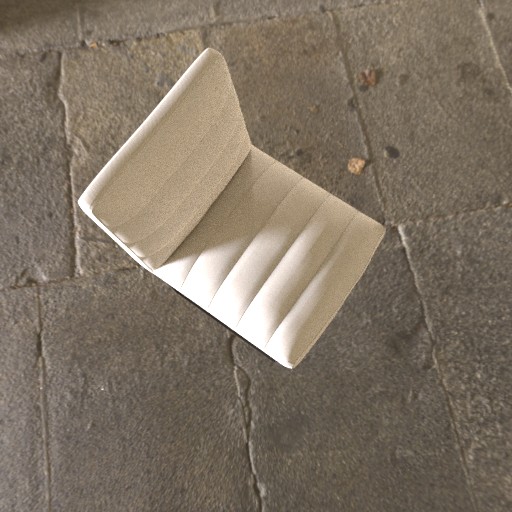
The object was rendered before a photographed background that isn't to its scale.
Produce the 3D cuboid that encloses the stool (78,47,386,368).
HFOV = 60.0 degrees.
[{"bbox_3d":[0.000,0.000,1.375,0.573,1.061,0.464,34,79,8],"label":"stool"}]
